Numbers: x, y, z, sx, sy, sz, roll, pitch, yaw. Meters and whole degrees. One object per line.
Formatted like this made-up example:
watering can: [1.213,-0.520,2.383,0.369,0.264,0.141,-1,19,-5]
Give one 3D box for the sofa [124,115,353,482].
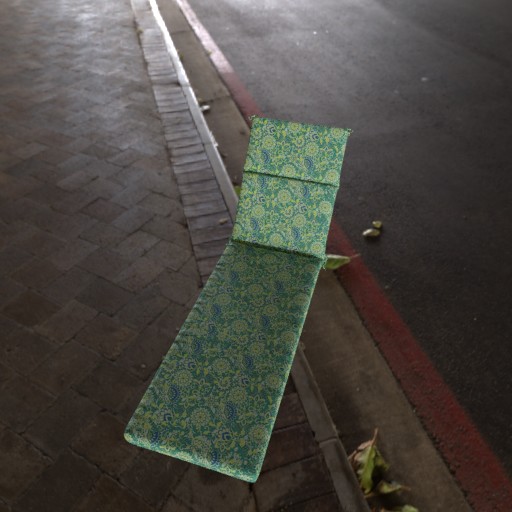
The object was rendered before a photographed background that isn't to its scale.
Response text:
sofa: [0.000,0.000,1.998,0.582,0.622,1.663,12,43,13]
